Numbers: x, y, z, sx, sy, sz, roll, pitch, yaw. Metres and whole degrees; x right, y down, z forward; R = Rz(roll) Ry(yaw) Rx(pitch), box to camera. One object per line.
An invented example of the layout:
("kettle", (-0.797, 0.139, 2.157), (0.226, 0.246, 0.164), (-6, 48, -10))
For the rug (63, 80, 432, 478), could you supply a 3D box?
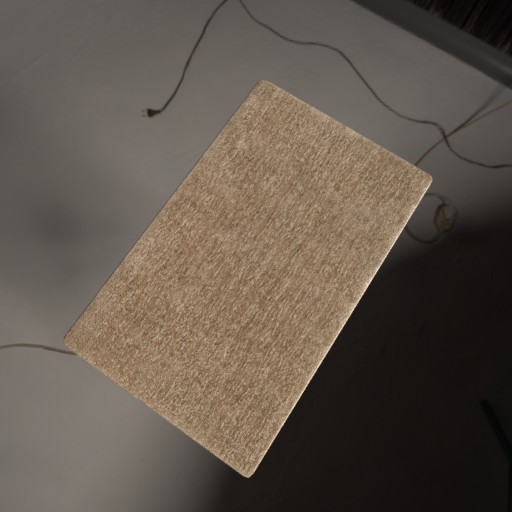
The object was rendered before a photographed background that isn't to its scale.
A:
("rug", (0.000, 0.000, 3.141), (1.539, 0.024, 2.469), (33, 78, 8))
